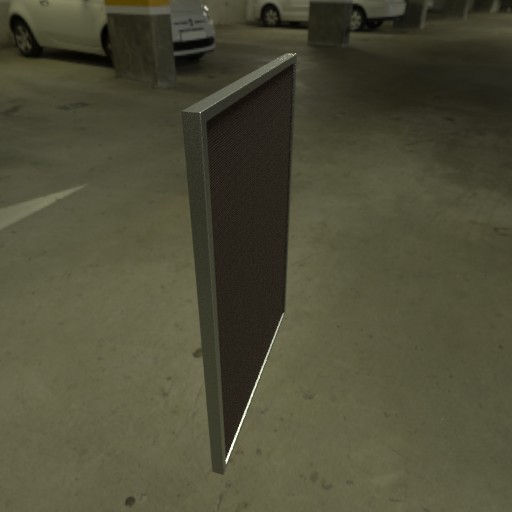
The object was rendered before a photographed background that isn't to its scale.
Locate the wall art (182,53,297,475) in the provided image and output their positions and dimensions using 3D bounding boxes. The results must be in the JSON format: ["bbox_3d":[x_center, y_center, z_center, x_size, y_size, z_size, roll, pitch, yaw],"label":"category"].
[{"bbox_3d":[0.000,0.000,1.380,0.037,1.062,0.801,9,33,14],"label":"wall art"}]
